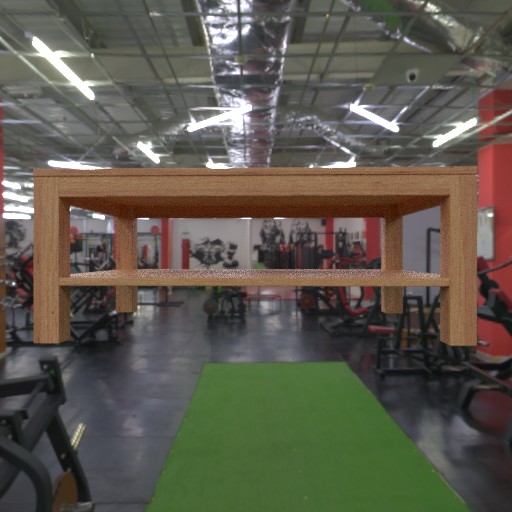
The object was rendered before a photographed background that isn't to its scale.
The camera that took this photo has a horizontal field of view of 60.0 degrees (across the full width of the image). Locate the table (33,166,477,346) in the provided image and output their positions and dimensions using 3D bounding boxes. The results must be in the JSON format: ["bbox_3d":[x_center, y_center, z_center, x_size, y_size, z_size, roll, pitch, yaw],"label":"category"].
[{"bbox_3d":[0.000,0.000,1.490,1.146,0.457,0.695,0,0,2],"label":"table"}]
